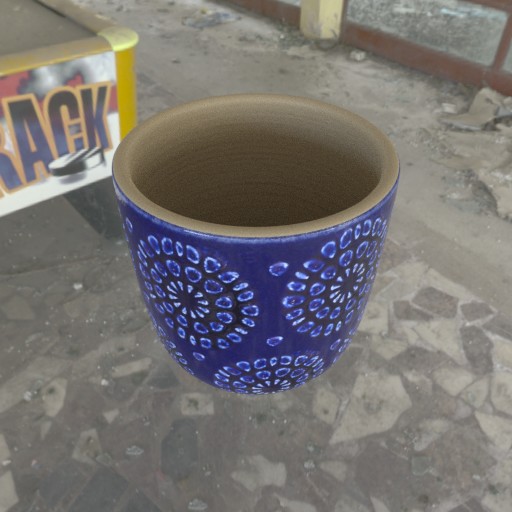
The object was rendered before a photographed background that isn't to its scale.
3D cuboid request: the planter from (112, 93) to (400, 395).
[{"bbox_3d":[0.000,0.000,0.206,0.109,0.112,0.109,0,42,0],"label":"planter"}]
